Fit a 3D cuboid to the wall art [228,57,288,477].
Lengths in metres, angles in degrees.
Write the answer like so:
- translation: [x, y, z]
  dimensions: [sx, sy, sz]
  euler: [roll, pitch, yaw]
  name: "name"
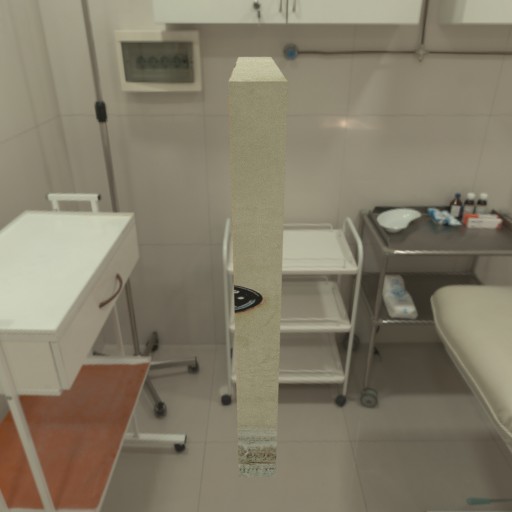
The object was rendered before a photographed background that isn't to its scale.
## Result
- translation: [0.000, 0.000, 0.482]
  dimensions: [0.038, 0.381, 0.254]
  euler: [0, 27, -1]
  name: "wall art"
